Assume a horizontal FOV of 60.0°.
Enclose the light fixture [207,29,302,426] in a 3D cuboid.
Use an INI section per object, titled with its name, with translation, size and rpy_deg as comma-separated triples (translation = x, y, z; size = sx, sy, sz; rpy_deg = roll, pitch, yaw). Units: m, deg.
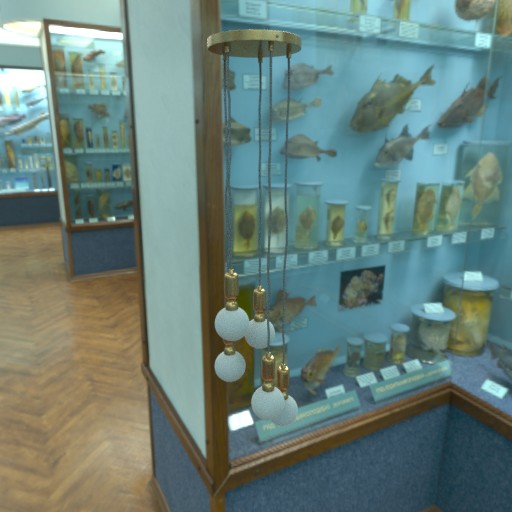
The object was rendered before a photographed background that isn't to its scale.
[light fixture]
translation = 0.000, 0.000, 0.511
size = 0.108, 0.457, 0.105
rpy_deg = -7, 17, -25
